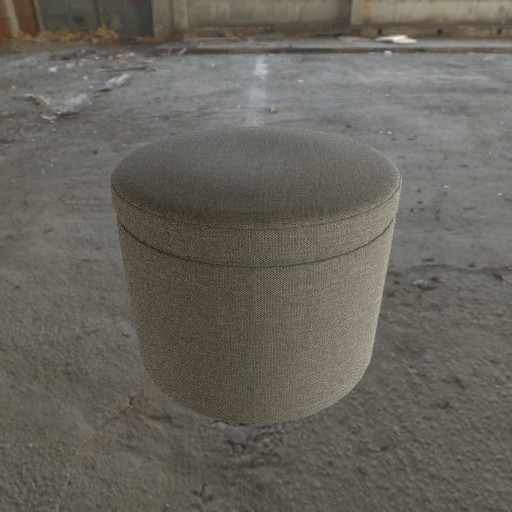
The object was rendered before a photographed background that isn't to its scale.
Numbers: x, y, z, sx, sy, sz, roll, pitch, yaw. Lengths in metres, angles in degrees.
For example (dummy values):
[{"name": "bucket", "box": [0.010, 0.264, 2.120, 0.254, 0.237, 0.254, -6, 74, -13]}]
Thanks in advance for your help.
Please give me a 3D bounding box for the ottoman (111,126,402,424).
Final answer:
[{"name": "ottoman", "box": [0.000, 0.000, 0.878, 0.500, 0.419, 0.500, 0, 31, 0]}]
